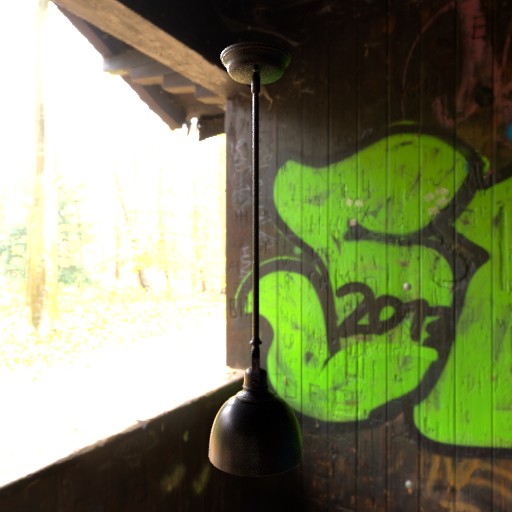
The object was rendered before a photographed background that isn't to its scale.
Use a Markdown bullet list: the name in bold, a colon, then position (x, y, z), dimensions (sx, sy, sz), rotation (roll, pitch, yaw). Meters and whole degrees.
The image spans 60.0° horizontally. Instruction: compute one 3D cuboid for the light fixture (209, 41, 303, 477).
- **light fixture**: position (0.000, 0.000, 0.858), dimensions (0.182, 0.768, 0.182), rotation (0, 0, 1)
